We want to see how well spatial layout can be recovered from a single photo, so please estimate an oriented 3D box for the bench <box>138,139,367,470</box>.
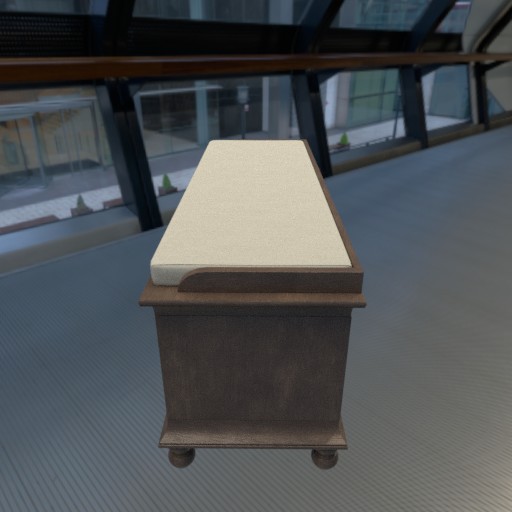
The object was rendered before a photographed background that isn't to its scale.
[{"bbox_3d":[0.000,0.000,1.398,0.402,0.501,1.185,0,26,1],"label":"bench"}]
